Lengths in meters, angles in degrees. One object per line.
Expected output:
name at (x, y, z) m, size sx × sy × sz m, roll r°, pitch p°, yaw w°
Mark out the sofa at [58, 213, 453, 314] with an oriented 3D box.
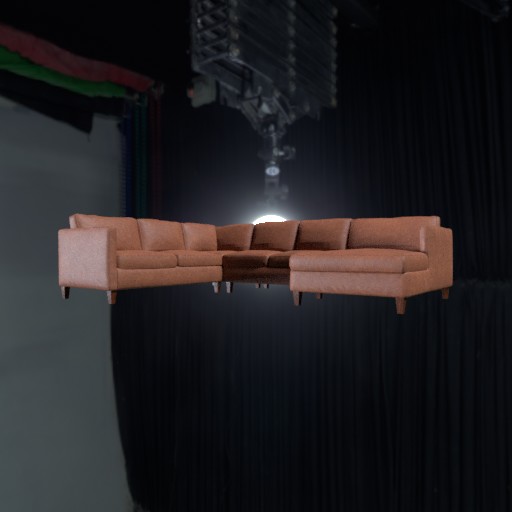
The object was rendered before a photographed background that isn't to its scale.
sofa at (0.000, 0.000, 4.774) m, size 3.460 × 0.923 × 2.593 m, roll 0°, pitch 0°, yaw 36°
